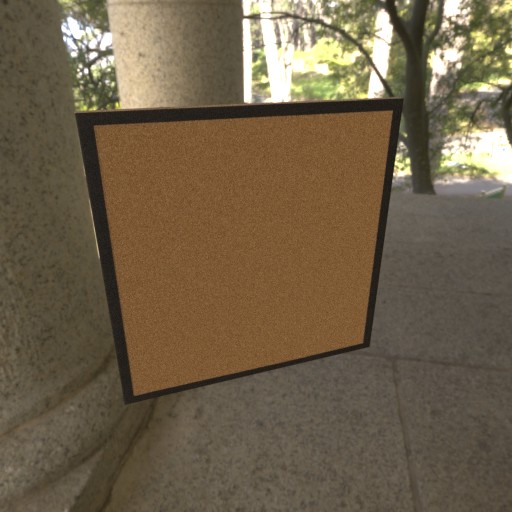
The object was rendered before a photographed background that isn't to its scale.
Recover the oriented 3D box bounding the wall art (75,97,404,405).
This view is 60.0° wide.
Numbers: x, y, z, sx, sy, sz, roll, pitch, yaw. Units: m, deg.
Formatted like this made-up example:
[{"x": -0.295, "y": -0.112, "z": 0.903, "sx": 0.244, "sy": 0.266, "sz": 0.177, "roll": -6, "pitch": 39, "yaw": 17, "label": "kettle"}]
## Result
[{"x": 0.000, "y": 0.000, "z": 1.056, "sx": 0.695, "sy": 0.691, "sz": 0.029, "roll": -9, "pitch": 27, "yaw": -17, "label": "wall art"}]
